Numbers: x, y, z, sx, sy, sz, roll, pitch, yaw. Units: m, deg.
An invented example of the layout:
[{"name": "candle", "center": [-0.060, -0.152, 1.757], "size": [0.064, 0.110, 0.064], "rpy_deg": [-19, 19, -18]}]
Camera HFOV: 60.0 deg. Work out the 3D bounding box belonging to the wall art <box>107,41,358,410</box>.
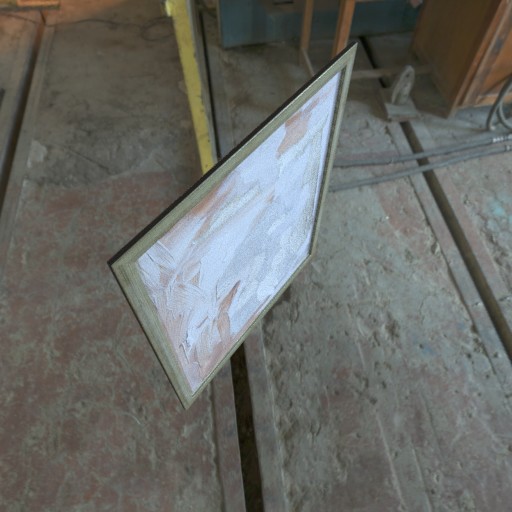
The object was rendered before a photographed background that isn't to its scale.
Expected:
[{"name": "wall art", "center": [0.000, 0.000, 0.777], "size": [0.009, 0.559, 0.483], "rpy_deg": [32, 62, 19]}]
